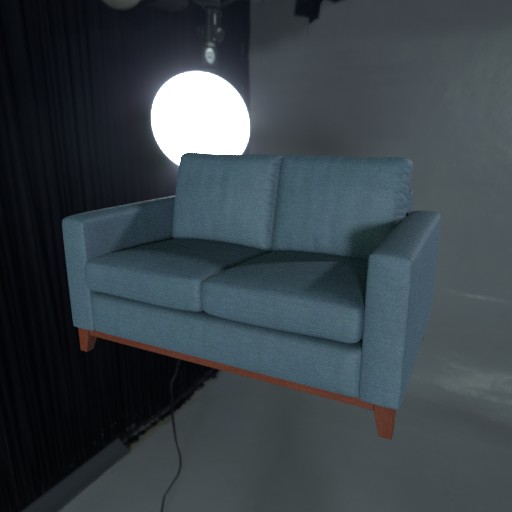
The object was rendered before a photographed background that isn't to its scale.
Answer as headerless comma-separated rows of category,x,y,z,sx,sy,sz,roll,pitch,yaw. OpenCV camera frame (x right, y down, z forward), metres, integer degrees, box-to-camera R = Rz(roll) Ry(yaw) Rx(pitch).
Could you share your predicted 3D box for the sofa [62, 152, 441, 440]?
sofa,0.000,0.000,2.053,1.489,0.903,0.955,7,17,26
